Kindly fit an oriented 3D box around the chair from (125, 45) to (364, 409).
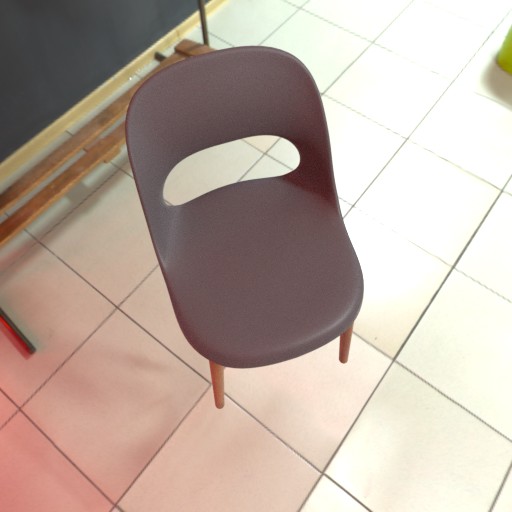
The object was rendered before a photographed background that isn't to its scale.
[{"bbox_3d":[0.000,0.000,1.130,0.470,0.795,0.556,-18,65,-9],"label":"chair"}]
